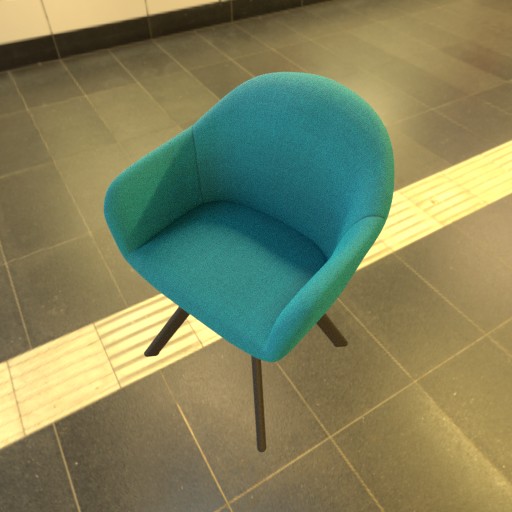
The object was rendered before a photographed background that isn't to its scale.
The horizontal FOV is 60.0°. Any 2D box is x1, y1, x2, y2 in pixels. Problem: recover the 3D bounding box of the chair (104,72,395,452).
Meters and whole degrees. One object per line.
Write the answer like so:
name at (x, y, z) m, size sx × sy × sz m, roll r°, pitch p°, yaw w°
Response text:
chair at (0.000, 0.000, 1.175) m, size 0.590 × 0.795 × 0.550 m, roll 31°, pitch 54°, yaw 26°
